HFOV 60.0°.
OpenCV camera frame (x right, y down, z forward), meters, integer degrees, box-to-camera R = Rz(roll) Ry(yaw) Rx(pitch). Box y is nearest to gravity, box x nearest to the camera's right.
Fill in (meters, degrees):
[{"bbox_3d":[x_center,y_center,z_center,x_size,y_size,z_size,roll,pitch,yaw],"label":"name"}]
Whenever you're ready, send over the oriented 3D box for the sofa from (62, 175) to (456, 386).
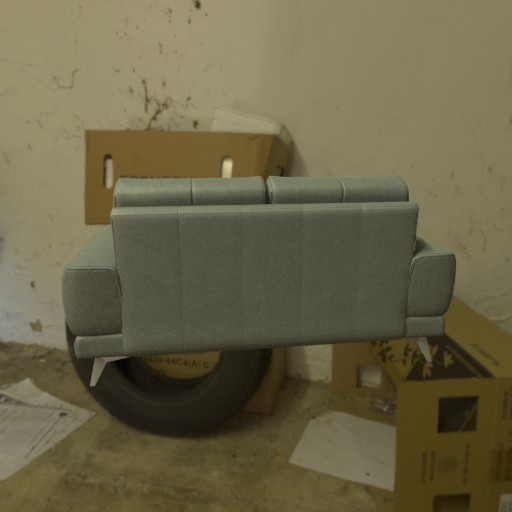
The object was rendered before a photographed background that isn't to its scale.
[{"bbox_3d":[0.000,0.000,2.432,1.806,0.907,1.018,-2,14,-8],"label":"sofa"}]
